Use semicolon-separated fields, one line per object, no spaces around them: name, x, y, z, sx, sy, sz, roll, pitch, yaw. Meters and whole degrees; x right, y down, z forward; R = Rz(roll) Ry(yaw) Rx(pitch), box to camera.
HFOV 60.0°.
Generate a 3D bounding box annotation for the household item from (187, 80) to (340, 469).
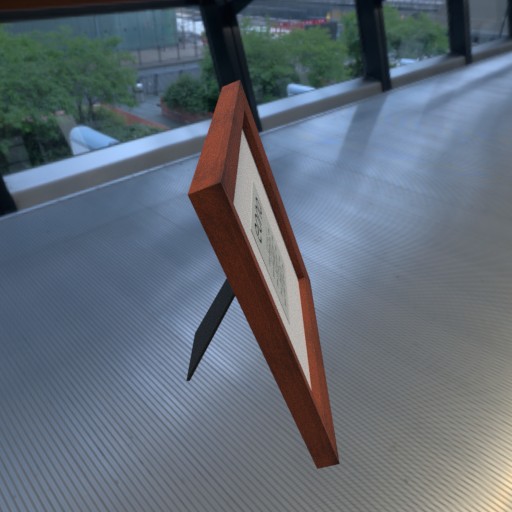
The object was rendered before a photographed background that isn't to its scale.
household item;0.000;0.000;0.382;0.131;0.240;0.240;0;33;0
